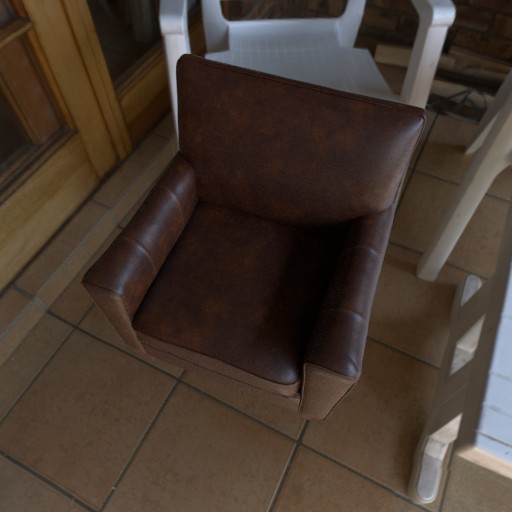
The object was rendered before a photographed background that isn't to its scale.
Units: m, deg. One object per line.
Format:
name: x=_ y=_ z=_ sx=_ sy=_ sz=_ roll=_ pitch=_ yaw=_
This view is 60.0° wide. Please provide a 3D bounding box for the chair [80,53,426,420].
chair: x=0.000 y=0.000 z=1.586 sx=0.870 sy=0.943 sz=0.823 roll=18 pitch=59 yaw=11
